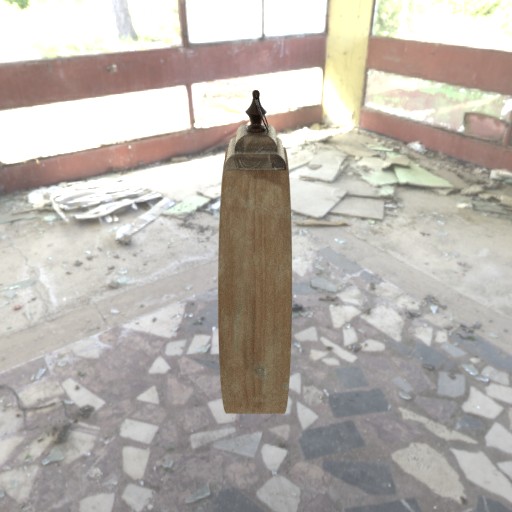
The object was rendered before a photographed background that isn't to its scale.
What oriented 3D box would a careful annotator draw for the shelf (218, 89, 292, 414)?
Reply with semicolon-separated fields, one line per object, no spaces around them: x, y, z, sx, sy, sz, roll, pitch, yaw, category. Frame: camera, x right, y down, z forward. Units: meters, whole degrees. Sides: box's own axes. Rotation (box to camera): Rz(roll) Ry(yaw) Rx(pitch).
0.000;0.000;1.012;0.125;0.725;0.601;0;32;0;shelf
